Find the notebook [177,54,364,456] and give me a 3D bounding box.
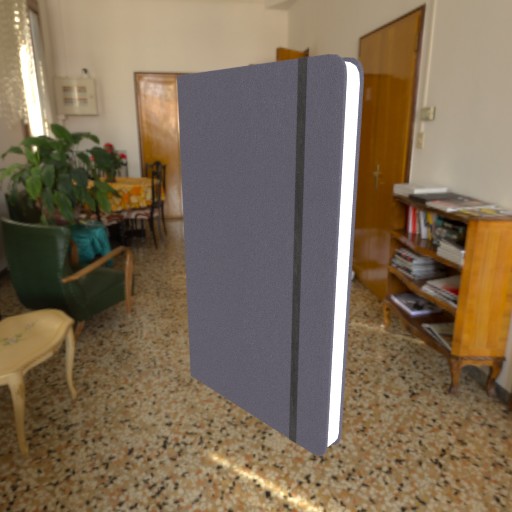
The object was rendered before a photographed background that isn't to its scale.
[{"bbox_3d":[0.000,0.000,0.269,0.016,0.213,0.127,-15,22,-42],"label":"notebook"}]
